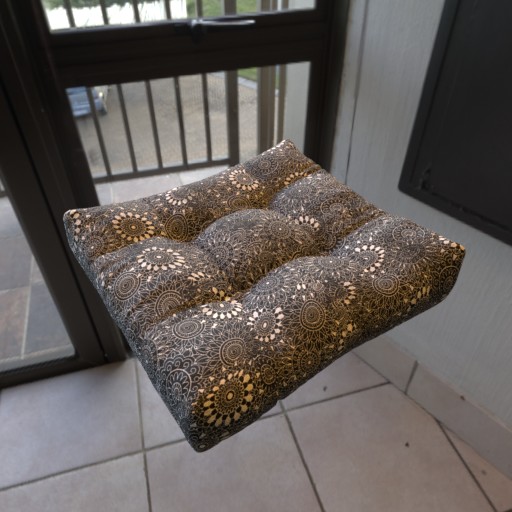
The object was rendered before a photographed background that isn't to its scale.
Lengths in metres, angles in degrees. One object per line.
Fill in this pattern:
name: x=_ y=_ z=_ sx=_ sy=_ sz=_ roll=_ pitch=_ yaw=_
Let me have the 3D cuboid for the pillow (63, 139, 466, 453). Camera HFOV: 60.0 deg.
pillow: x=0.000 y=0.000 z=0.734 sx=0.490 sy=0.128 sz=0.468 roll=-25 pitch=47 yaw=-26
